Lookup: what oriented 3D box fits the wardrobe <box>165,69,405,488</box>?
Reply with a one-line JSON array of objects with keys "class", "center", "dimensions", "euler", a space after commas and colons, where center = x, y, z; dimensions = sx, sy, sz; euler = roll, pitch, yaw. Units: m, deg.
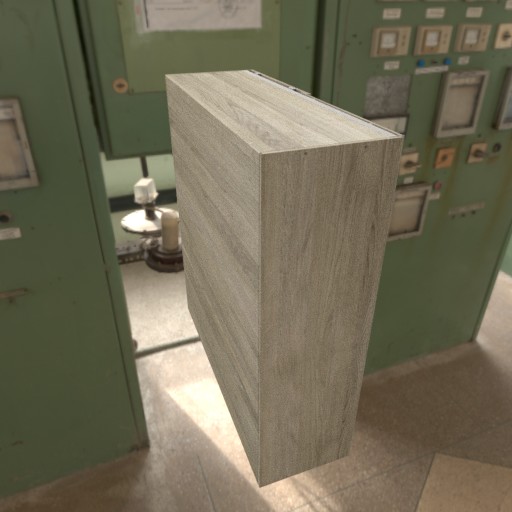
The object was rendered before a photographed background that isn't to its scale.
[{"class": "wardrobe", "center": [0.000, 0.000, 2.836], "dimensions": [0.629, 1.960, 1.780], "euler": [-11, 33, -18]}]
